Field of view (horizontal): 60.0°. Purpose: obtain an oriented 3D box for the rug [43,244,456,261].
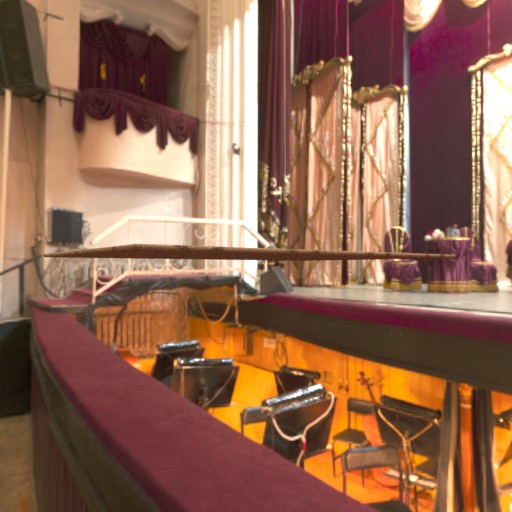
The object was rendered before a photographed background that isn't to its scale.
[{"bbox_3d":[0.000,0.000,3.463,2.701,0.026,1.801,1,-2,-37],"label":"rug"}]
